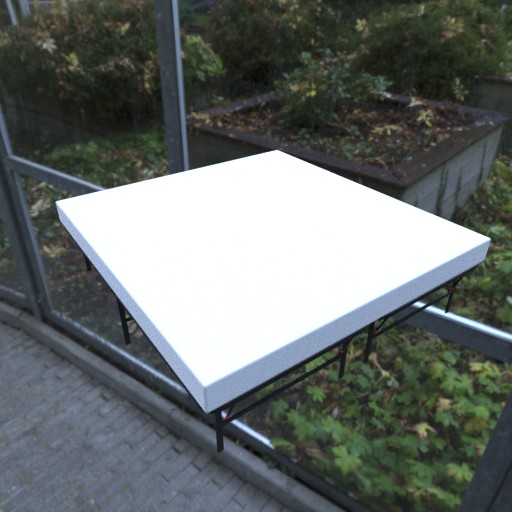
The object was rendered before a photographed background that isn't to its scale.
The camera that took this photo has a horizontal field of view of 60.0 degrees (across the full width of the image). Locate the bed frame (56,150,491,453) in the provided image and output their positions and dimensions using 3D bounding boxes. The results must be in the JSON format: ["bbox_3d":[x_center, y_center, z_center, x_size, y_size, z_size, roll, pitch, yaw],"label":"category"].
[{"bbox_3d":[0.000,0.000,2.960,1.930,0.559,2.032,-20,37,-30],"label":"bed frame"}]
